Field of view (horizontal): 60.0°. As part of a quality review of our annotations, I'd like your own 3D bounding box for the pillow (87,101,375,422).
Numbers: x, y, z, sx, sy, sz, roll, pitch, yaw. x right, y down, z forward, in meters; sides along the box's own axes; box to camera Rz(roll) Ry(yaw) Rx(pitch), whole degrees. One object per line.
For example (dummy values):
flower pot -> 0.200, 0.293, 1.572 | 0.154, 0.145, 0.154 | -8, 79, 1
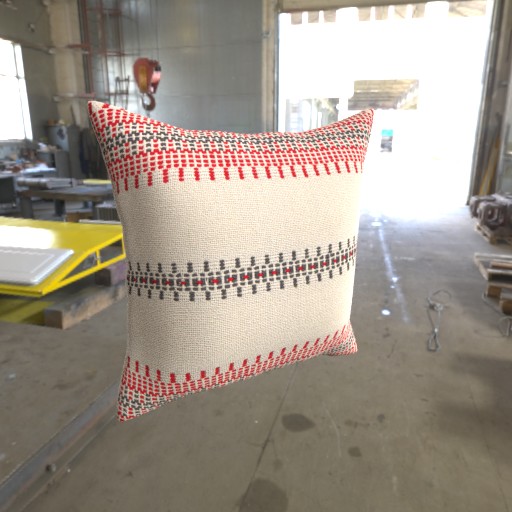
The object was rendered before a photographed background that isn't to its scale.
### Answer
pillow -> 0.000, 0.000, 0.701 | 0.463, 0.454, 0.160 | -8, 17, -28
